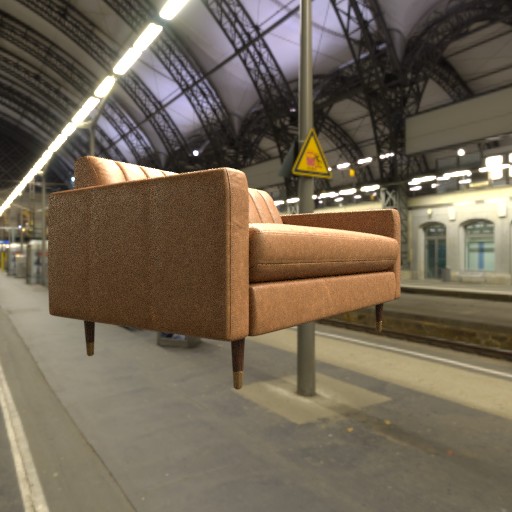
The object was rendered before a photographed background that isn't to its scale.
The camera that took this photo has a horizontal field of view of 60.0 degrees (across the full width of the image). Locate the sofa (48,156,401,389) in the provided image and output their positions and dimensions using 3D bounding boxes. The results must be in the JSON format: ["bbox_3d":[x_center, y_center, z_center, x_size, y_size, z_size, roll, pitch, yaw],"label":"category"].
[{"bbox_3d":[0.000,0.000,2.097,0.960,0.820,1.549,0,0,36],"label":"sofa"}]
